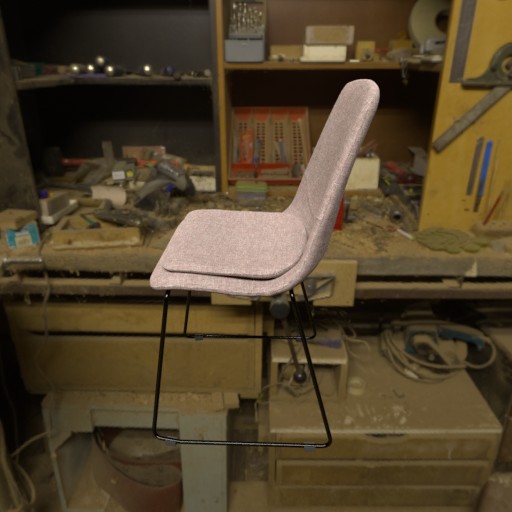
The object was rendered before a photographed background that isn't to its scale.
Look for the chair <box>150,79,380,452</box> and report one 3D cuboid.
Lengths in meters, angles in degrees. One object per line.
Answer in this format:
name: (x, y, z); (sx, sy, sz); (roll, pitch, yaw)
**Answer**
chair: (0.000, 0.000, 1.157); (0.518, 0.858, 0.479); (1, 25, 2)
